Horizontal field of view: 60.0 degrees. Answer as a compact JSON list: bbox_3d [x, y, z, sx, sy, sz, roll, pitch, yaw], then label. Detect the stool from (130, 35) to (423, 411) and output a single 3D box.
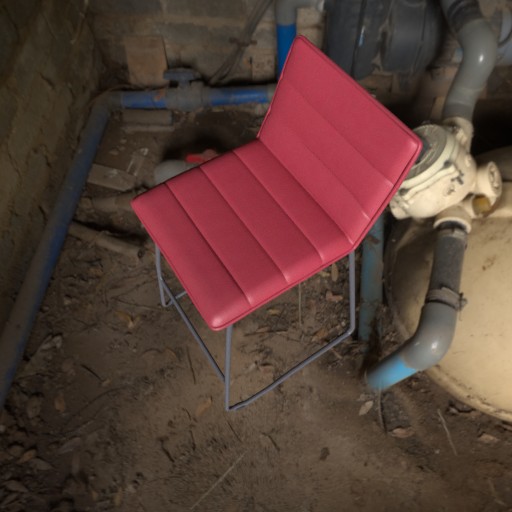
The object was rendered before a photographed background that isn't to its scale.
[{"bbox_3d":[0.000,0.000,1.211,0.524,0.937,0.489,-30,65,-16],"label":"stool"}]
